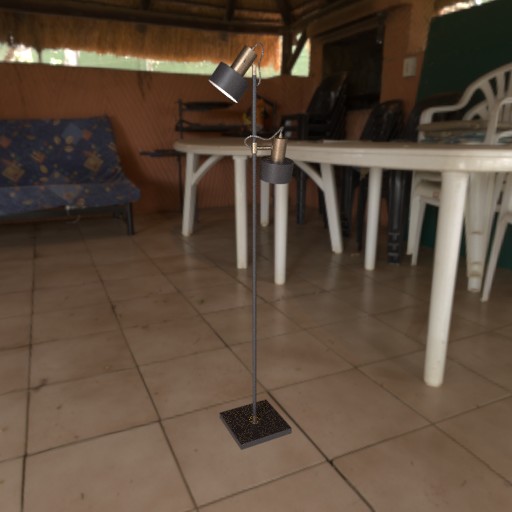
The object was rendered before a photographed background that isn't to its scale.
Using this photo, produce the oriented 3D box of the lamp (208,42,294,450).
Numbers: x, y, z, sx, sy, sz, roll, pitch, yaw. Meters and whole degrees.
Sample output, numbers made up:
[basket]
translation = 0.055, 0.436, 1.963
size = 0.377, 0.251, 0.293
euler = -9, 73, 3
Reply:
[lamp]
translation = 0.000, 0.000, 1.703
size = 0.315, 1.505, 0.233
euler = -8, 17, -25
